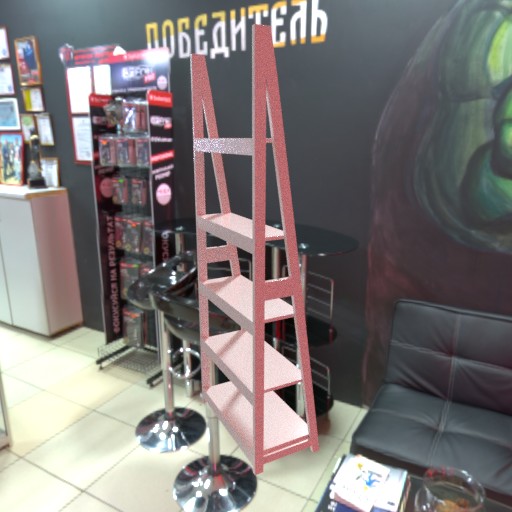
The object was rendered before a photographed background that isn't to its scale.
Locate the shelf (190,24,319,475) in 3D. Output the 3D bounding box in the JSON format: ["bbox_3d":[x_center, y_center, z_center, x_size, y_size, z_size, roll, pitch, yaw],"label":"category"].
[{"bbox_3d":[0.000,0.000,2.040,0.341,1.779,0.636,-8,17,-27],"label":"shelf"}]
